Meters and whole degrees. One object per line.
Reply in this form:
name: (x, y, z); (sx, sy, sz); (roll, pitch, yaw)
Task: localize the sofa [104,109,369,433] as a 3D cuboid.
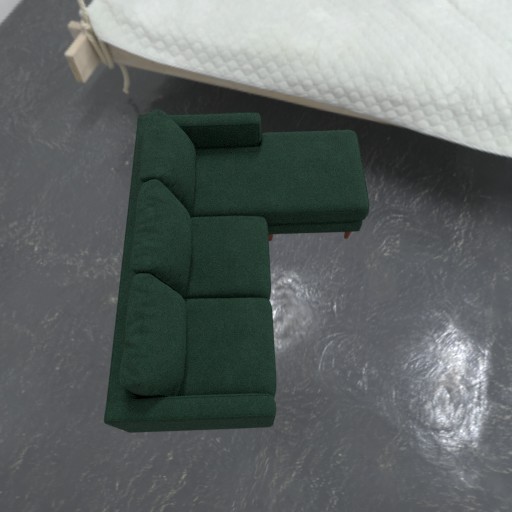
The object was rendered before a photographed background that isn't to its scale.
sofa: (0.000, 0.000, 2.855); (1.580, 0.899, 2.030); (-2, 63, -1)
